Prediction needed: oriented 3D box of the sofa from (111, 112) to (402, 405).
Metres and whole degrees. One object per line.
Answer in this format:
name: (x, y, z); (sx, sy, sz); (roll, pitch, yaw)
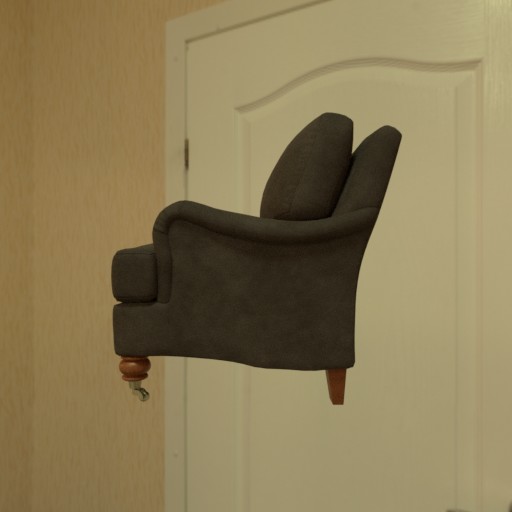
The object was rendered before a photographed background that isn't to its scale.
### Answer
sofa: (0.000, 0.000, 2.493); (1.084, 1.101, 1.853); (0, 0, 0)
